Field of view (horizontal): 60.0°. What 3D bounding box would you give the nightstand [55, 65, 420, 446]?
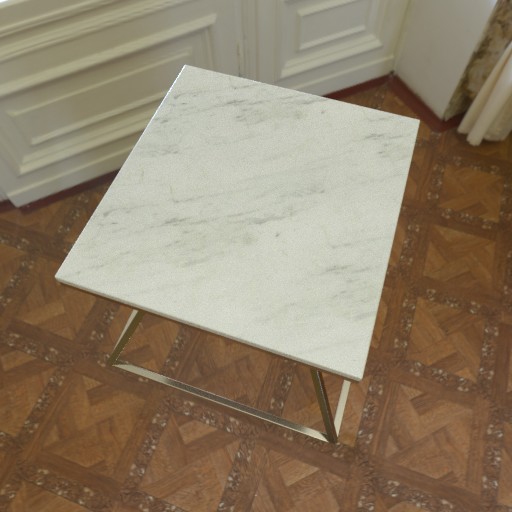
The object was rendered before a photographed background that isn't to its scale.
[{"bbox_3d":[0.000,0.000,0.870,0.514,0.426,0.513,17,63,9],"label":"nightstand"}]
